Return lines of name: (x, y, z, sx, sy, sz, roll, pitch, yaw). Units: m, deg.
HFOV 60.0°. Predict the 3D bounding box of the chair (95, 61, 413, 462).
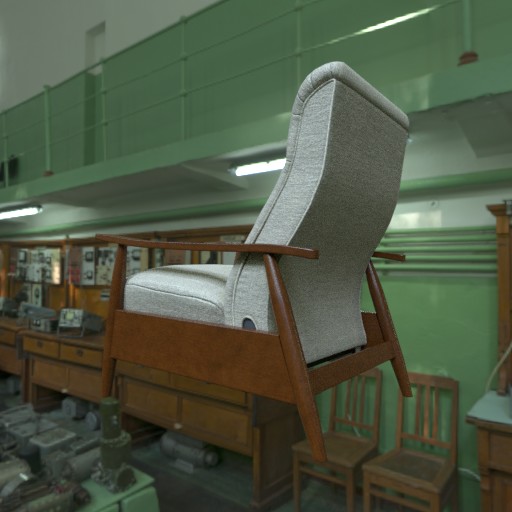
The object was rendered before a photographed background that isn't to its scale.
chair: (0.000, 0.000, 1.727, 1.014, 1.082, 0.762, -1, -2, 37)
